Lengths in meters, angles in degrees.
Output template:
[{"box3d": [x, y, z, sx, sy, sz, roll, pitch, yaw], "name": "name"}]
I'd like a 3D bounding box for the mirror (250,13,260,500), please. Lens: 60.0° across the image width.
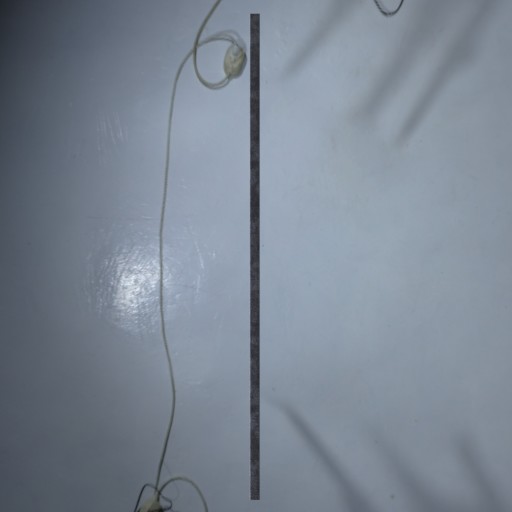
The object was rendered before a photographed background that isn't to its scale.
[{"box3d": [0.000, 0.000, 1.401, 0.022, 0.795, 1.101, 0, 91, 0], "name": "mirror"}]
